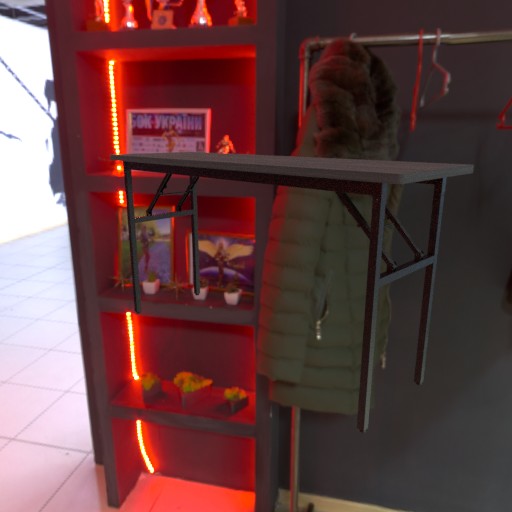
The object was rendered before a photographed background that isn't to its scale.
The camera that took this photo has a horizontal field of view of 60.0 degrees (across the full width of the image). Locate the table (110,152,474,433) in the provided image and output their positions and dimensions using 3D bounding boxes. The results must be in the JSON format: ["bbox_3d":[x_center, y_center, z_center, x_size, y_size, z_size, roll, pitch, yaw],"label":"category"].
[{"bbox_3d":[0.000,0.000,1.745,0.449,0.750,1.399,-15,21,-43],"label":"table"}]
